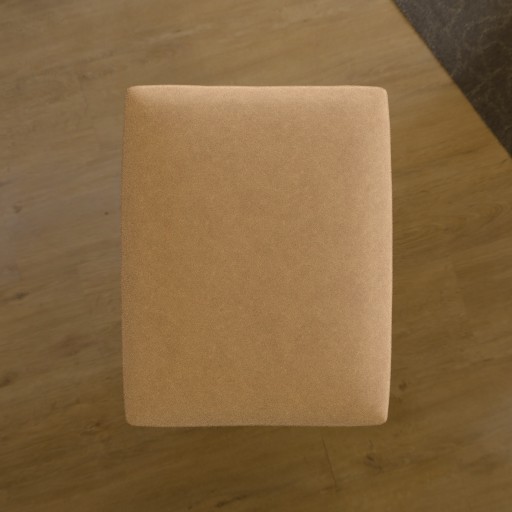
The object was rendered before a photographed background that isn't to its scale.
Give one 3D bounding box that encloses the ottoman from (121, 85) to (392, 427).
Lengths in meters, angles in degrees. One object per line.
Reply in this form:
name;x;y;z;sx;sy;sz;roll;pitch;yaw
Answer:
ottoman;0.000;0.000;1.130;0.584;0.513;0.741;0;90;-1
